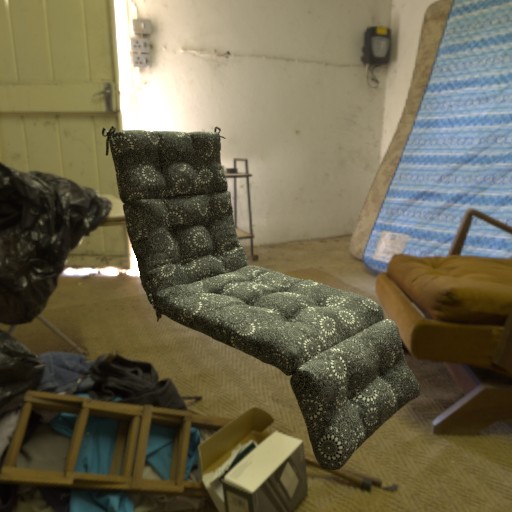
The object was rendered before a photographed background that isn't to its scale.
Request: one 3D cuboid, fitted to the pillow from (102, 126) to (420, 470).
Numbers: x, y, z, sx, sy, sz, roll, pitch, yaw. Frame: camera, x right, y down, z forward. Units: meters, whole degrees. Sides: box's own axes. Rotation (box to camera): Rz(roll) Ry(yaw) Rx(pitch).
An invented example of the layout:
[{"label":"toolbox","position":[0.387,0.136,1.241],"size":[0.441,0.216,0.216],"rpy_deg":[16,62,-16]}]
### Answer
[{"label":"pillow","position":[0.000,0.000,1.477],"size":[1.016,0.863,0.526],"rpy_deg":[13,19,42]}]
